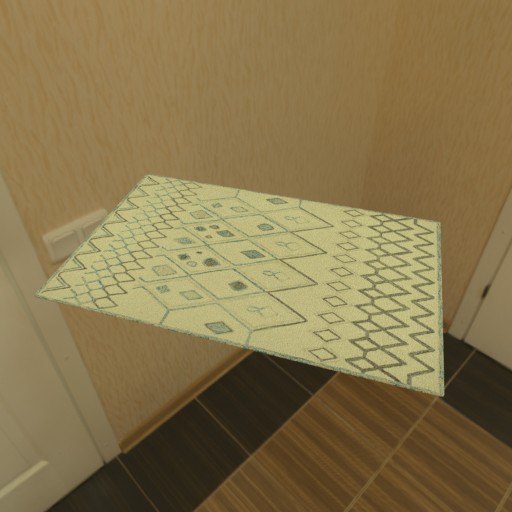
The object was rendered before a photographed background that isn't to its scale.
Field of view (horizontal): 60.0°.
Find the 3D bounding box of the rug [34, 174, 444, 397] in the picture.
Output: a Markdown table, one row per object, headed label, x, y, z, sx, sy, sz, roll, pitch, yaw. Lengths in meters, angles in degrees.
| label | x | y | z | sx | sy | sz | roll | pitch | yaw |
| --- | --- | --- | --- | --- | --- | --- | --- | --- | --- |
| rug | 0.000 | 0.000 | 3.048 | 2.439 | 0.015 | 1.524 | 11 | 43 | 12 |
